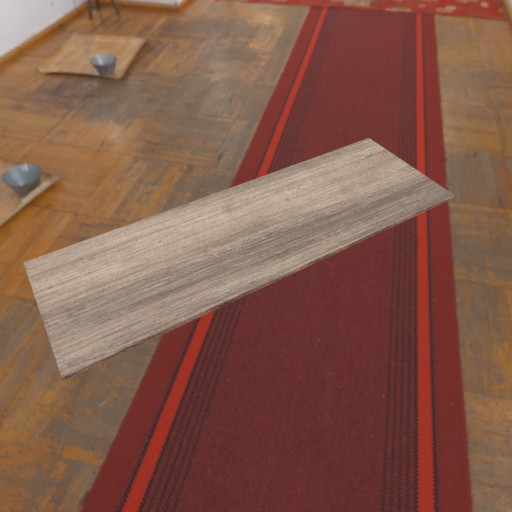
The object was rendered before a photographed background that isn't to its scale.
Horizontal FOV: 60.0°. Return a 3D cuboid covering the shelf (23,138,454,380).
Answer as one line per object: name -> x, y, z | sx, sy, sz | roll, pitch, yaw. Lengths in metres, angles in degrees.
shelf -> 0.000, 0.000, 0.690 | 0.610, 0.125, 0.200 | -24, 50, -21
